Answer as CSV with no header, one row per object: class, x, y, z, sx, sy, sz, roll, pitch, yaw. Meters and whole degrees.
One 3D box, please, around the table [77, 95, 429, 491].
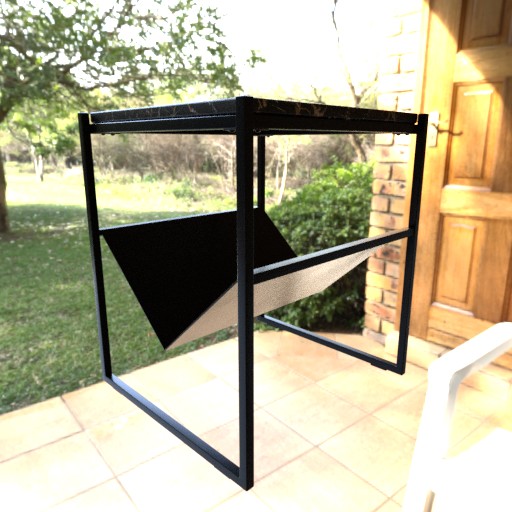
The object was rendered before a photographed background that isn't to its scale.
table,0.000,0.000,0.867,0.432,0.534,0.469,14,20,43
